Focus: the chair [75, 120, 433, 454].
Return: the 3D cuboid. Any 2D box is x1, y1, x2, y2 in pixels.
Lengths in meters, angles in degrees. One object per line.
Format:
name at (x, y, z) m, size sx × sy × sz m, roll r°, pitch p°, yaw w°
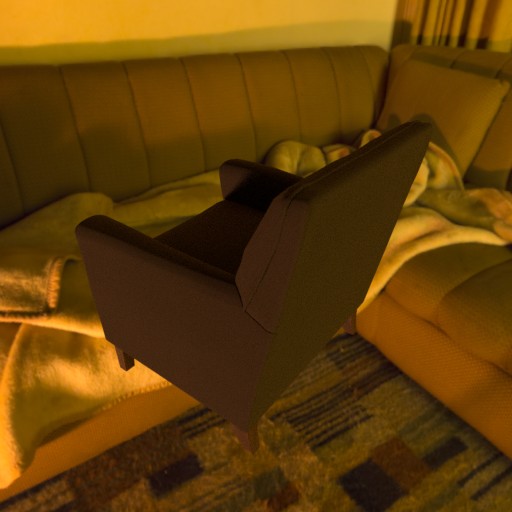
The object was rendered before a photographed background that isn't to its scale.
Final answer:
chair at (0.000, 0.000, 1.557) m, size 0.831 × 0.911 × 0.836 m, roll 21°, pitch 37°, yaw 31°
